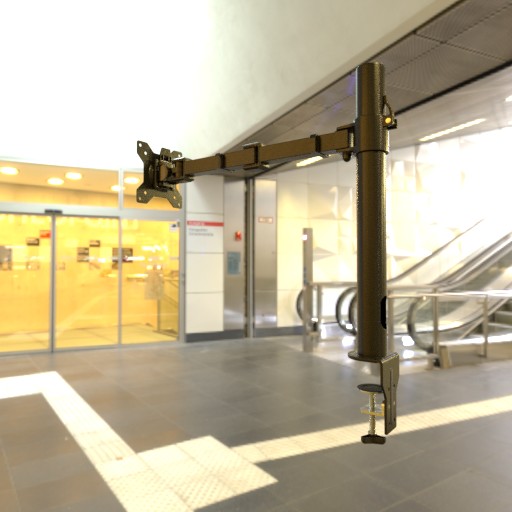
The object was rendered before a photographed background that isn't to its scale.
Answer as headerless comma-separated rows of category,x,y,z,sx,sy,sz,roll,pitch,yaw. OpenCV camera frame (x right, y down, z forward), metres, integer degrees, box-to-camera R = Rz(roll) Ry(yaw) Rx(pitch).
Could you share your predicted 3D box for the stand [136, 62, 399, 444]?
stand,0.000,0.000,0.718,0.456,0.510,0.115,-1,-2,36
